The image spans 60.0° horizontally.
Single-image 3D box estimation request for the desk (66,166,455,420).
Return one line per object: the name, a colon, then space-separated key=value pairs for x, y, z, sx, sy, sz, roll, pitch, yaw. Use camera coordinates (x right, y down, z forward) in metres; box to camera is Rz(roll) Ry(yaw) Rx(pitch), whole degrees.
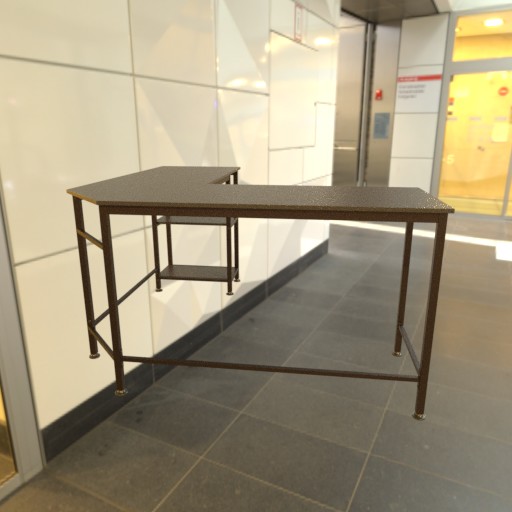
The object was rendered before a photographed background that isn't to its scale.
desk: x=0.000 y=0.000 z=2.166 sx=1.379 sy=0.739 sz=1.379 roll=2 pitch=16 yaw=7
